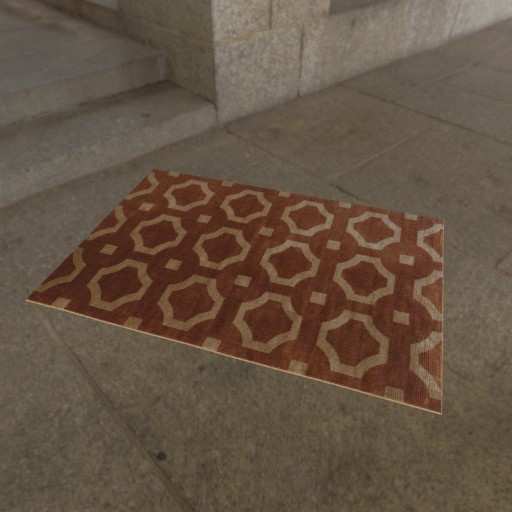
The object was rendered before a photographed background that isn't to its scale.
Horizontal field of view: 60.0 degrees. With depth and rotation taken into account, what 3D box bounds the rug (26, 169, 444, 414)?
[{"bbox_3d":[0.000,0.000,2.839,2.286,0.016,1.555,12,43,13],"label":"rug"}]
